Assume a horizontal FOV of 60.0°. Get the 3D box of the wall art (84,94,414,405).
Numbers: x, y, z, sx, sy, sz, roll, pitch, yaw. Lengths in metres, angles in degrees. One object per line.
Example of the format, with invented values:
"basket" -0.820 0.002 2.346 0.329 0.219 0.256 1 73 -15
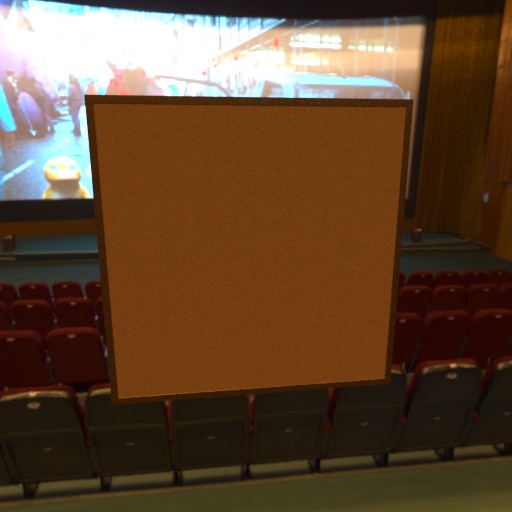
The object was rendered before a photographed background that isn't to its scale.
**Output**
"wall art" 0.000 0.000 1.128 0.762 0.762 0.038 -2 14 -8
